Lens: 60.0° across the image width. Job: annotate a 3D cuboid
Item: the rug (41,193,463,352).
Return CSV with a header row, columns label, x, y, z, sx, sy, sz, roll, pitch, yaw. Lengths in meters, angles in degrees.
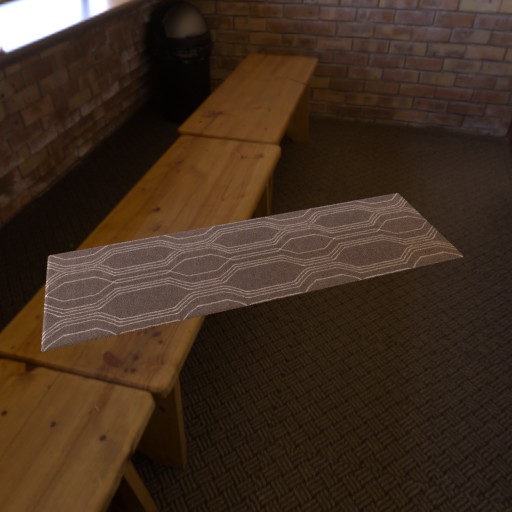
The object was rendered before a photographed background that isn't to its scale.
label,x,y,z,sx,sy,sz,roll,pitch,yaw
rug,0.000,0.000,2.753,2.464,0.012,0.773,-11,41,-13
